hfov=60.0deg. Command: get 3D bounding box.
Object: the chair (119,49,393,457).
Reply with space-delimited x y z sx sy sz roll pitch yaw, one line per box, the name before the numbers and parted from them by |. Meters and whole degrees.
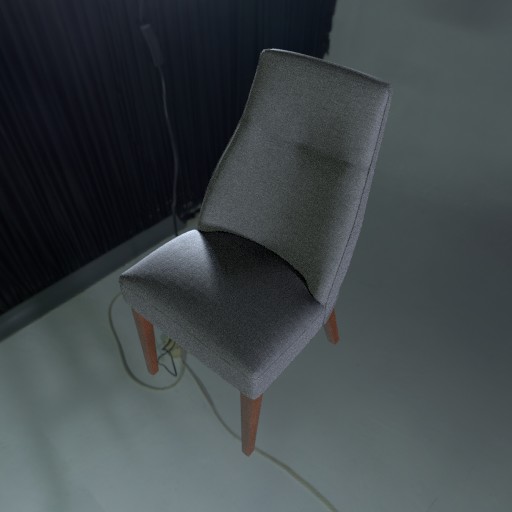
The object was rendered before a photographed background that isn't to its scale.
chair | 0.000 0.000 1.263 0.500 0.930 0.620 30 52 27
